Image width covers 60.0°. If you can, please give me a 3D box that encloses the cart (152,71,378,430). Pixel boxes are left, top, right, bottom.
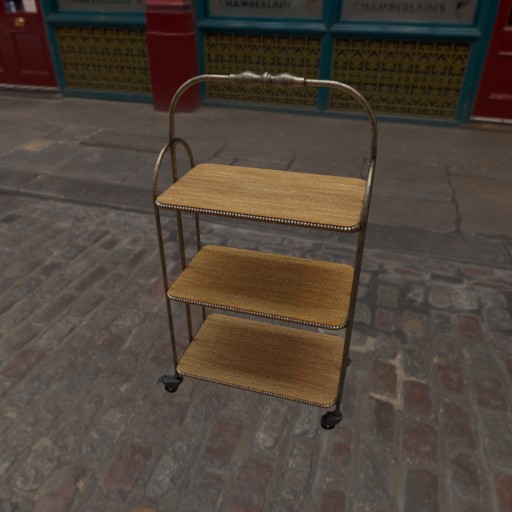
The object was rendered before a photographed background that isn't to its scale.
[{"bbox_3d":[0.000,0.000,1.354,0.650,1.052,0.330,9,32,14],"label":"cart"}]
